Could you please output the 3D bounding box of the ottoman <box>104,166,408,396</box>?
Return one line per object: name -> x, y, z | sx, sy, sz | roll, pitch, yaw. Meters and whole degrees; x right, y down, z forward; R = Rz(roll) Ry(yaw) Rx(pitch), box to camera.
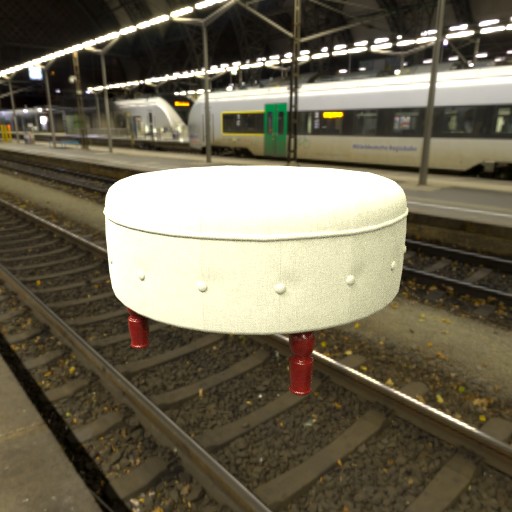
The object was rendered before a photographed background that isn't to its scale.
ottoman -> 0.000, 0.000, 1.346 | 0.850, 0.483, 0.850 | 0, 16, 0
